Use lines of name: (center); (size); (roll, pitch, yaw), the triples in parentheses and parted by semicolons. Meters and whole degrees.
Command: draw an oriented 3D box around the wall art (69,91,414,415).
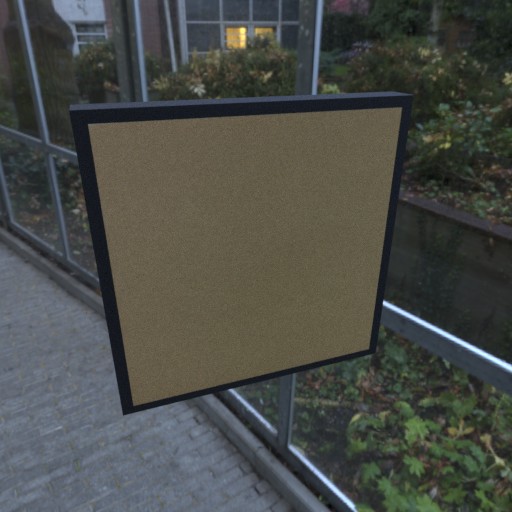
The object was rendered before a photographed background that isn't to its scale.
wall art: (0.000, 0.000, 0.454); (0.305, 0.304, 0.033); (-9, 27, -18)
